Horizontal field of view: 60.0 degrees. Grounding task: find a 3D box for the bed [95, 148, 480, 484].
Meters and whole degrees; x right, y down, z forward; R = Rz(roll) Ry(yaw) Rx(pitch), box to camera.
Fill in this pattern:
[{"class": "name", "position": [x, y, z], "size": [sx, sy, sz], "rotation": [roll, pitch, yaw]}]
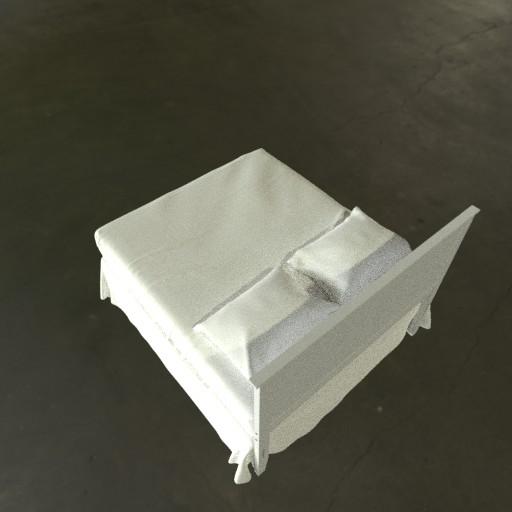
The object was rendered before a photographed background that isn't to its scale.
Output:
[{"class": "bed", "position": [0.000, 0.000, 3.109], "size": [1.876, 1.269, 2.047], "rotation": [-32, 56, -25]}]
